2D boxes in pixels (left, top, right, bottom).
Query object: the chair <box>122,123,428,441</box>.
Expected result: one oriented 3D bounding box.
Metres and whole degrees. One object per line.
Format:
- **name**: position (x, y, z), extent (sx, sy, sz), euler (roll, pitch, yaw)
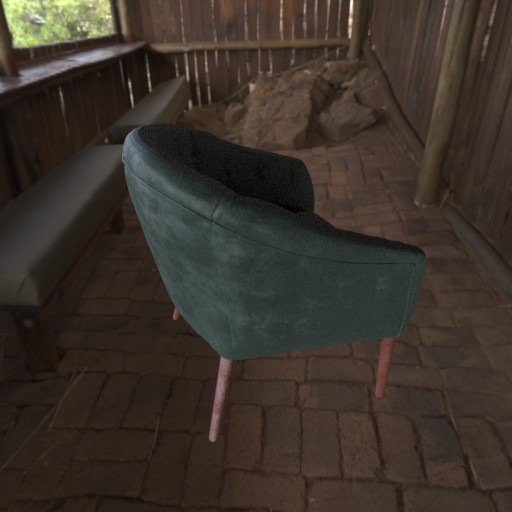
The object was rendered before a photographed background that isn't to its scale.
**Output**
- **chair**: position (0.000, 0.000, 1.514), extent (0.776, 0.885, 0.851), euler (-10, 32, -17)
